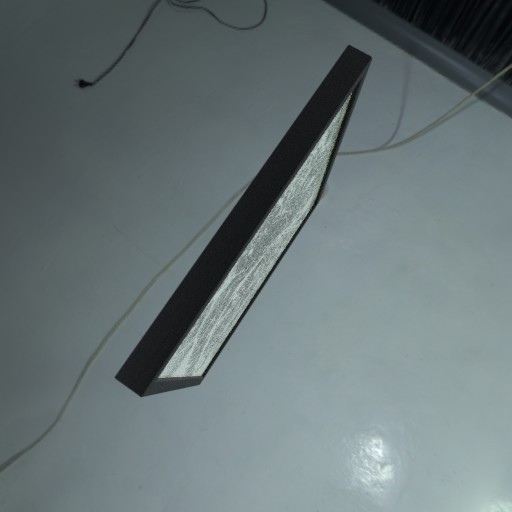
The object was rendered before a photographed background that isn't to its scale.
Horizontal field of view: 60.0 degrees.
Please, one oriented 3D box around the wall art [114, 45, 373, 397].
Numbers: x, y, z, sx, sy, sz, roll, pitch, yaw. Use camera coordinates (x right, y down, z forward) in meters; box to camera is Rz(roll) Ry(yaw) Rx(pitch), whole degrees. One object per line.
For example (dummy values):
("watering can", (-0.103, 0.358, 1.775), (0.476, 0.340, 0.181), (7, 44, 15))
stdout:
("wall art", (0.000, 0.000, 0.774), (0.037, 0.508, 0.508), (32, 78, 8))
